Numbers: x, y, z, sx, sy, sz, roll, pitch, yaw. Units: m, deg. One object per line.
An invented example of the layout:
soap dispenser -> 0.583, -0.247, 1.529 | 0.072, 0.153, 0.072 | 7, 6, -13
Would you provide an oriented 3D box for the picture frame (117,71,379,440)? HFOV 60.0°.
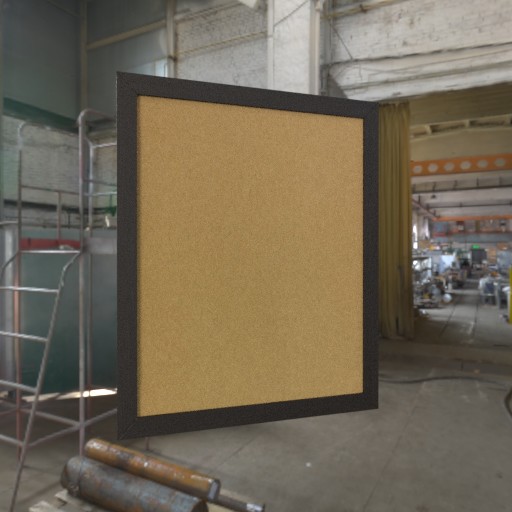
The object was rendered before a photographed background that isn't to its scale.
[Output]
picture frame -> 0.000, 0.000, 0.756 | 0.452, 0.555, 0.044 | 0, 0, -18
